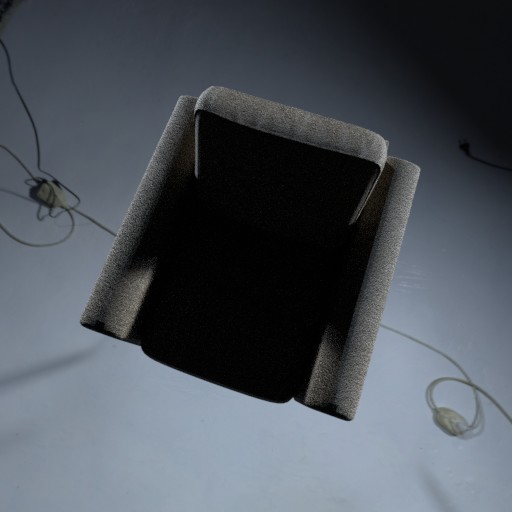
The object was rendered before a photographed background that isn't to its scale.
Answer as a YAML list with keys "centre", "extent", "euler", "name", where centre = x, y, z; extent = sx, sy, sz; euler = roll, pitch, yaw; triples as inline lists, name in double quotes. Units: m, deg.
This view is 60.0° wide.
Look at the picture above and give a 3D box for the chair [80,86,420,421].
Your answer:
- centre: [0.000, 0.000, 1.732]
  extent: [1.005, 0.873, 1.016]
  euler: [18, 75, 5]
  name: "chair"
